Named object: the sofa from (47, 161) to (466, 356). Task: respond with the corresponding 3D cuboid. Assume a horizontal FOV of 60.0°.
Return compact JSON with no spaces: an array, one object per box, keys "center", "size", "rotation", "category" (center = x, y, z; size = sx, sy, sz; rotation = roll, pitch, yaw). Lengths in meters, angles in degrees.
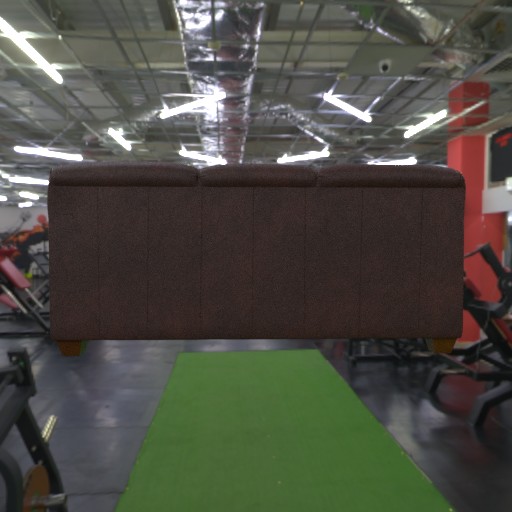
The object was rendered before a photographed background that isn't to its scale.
[{"center":[0.000,0.000,2.604],"size":[2.039,0.953,1.008],"rotation":[0,2,-2],"category":"sofa"}]
